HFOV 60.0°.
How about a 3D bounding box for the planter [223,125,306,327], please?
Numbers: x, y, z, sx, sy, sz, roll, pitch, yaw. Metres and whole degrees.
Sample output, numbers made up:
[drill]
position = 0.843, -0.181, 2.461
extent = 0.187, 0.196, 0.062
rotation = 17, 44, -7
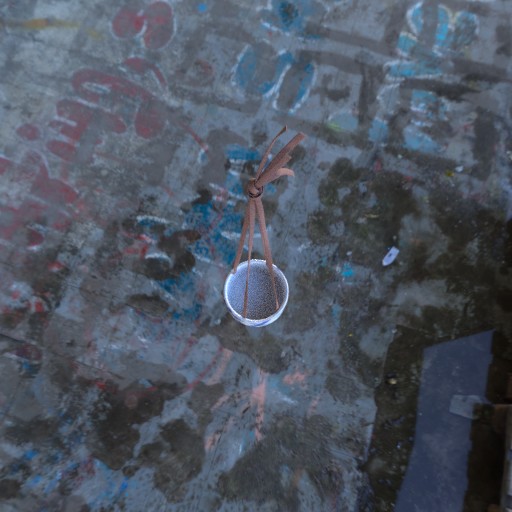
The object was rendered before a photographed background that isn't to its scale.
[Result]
[planter]
position = 0.000, 0.000, 0.829
extent = 0.166, 0.751, 0.166
rotation = 17, 73, 5
